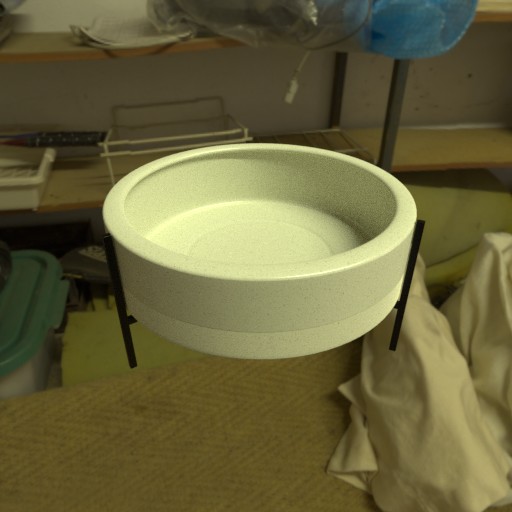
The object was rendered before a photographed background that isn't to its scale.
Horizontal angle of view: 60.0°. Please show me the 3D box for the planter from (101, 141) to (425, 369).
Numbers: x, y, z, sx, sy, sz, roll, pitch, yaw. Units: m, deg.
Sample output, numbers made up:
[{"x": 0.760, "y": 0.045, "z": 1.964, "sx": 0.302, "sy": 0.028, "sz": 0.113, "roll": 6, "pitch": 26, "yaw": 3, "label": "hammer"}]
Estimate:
[{"x": 0.000, "y": 0.000, "z": 0.534, "sx": 0.345, "sy": 0.171, "sz": 0.336, "roll": -21, "pitch": 38, "yaw": -29, "label": "planter"}]
